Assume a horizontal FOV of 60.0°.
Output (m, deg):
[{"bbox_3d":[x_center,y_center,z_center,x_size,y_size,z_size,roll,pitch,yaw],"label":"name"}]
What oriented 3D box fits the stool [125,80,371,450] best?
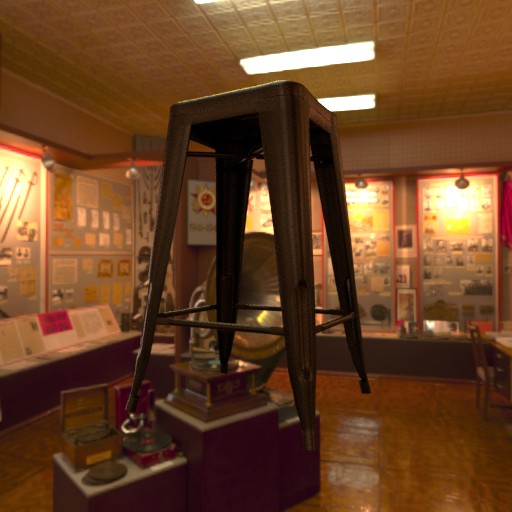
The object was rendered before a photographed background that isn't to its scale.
[{"bbox_3d":[0.000,0.000,0.929,0.455,0.609,0.423,0,-1,17],"label":"stool"}]
